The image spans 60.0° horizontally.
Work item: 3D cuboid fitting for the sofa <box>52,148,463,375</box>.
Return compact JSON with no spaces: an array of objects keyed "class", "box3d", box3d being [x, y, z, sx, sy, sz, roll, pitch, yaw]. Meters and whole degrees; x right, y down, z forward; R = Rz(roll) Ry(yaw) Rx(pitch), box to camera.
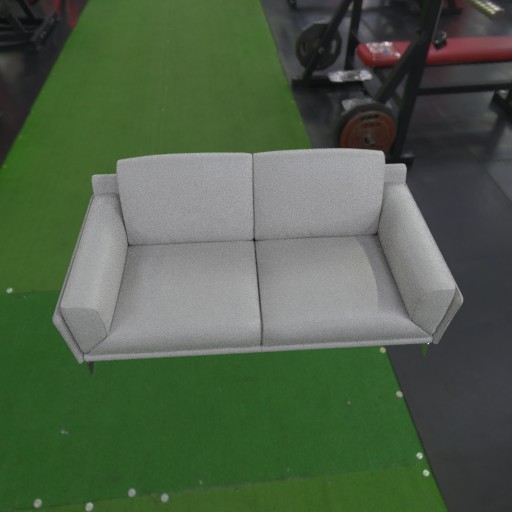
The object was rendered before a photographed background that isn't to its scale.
[{"class":"sofa","box3d":[0.000,0.000,2.672,2.101,0.930,1.049,-3,45,-3]}]
